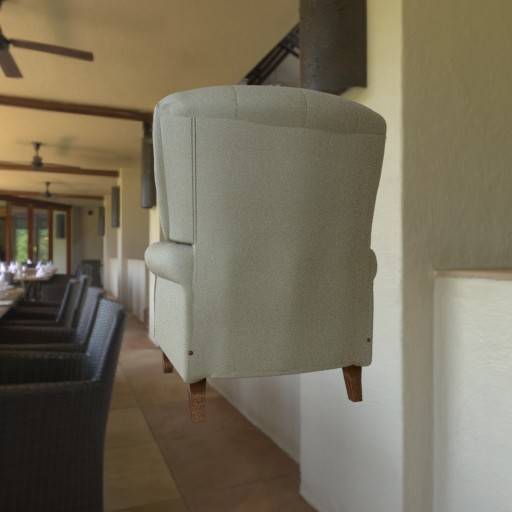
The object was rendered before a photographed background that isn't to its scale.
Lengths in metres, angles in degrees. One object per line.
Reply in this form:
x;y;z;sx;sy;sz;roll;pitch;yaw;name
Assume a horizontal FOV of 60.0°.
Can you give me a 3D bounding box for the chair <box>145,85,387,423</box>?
0.000;0.000;1.935;0.943;1.158;1.059;0;0;-19;chair
